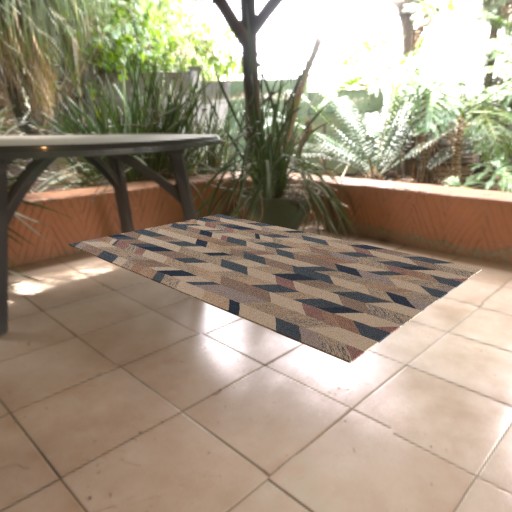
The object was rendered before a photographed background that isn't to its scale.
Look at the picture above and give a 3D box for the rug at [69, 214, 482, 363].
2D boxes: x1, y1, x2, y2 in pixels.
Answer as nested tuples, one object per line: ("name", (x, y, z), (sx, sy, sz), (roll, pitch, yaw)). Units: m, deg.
("rug", (0.000, 0.000, 3.009), (2.423, 0.008, 1.513), (16, 23, 41))
